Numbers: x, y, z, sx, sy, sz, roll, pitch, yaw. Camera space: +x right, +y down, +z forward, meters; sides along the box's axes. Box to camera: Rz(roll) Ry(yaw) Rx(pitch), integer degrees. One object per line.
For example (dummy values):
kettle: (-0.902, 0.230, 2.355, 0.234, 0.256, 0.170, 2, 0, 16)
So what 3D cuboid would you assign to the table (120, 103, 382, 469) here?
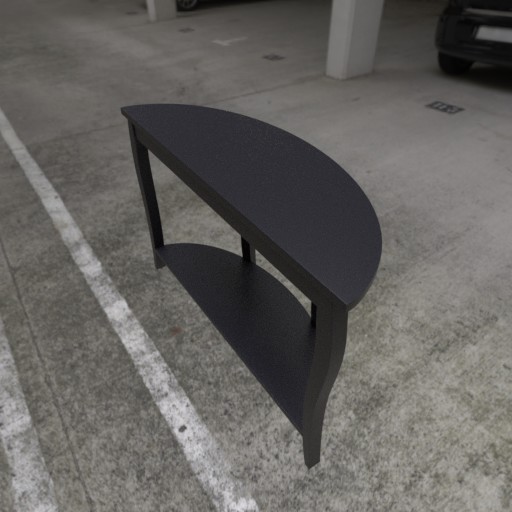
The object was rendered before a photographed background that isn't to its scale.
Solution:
table: (0.000, 0.000, 1.598, 0.394, 0.780, 1.219, -24, 45, -25)
